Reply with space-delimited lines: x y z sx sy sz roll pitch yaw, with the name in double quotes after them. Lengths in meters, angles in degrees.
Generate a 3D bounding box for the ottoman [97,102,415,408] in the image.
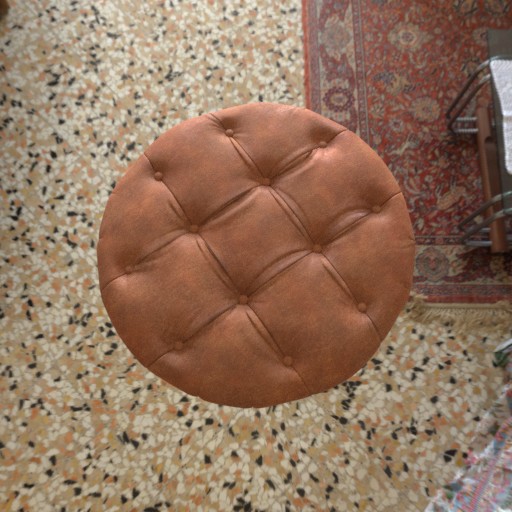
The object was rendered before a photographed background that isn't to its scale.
0.000 0.000 1.398 0.901 0.444 0.901 0 75 0 "ottoman"
